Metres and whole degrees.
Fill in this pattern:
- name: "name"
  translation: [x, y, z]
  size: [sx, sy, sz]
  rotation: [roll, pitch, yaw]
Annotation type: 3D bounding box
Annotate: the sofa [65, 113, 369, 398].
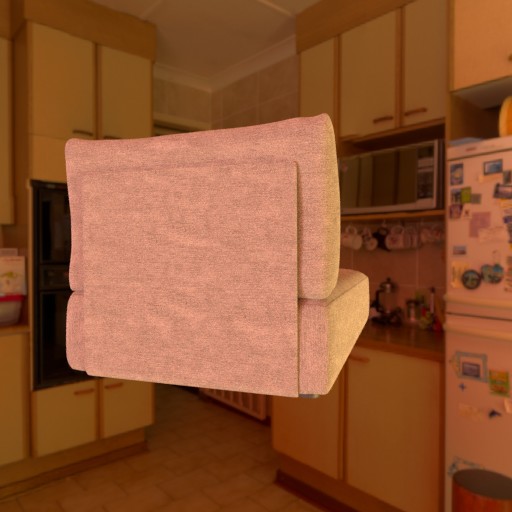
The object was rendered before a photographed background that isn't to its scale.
- name: "sofa"
  translation: [0.000, 0.000, 2.029]
  size: [0.930, 0.820, 1.450]
  rotation: [0, 1, 18]
